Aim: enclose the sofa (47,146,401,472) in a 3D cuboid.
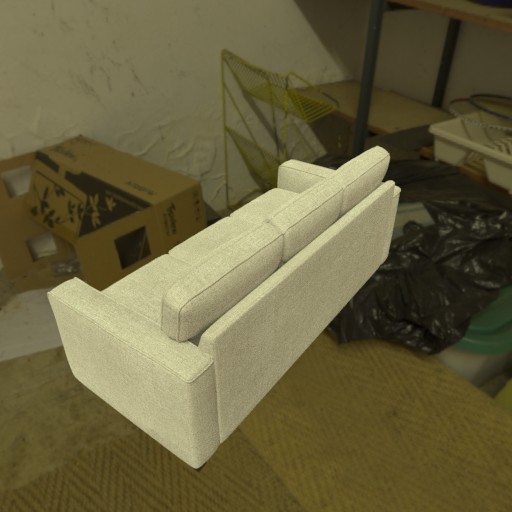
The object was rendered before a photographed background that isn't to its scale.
[{"bbox_3d":[0.000,0.000,2.650,0.939,0.965,2.133,22,39,30],"label":"sofa"}]
